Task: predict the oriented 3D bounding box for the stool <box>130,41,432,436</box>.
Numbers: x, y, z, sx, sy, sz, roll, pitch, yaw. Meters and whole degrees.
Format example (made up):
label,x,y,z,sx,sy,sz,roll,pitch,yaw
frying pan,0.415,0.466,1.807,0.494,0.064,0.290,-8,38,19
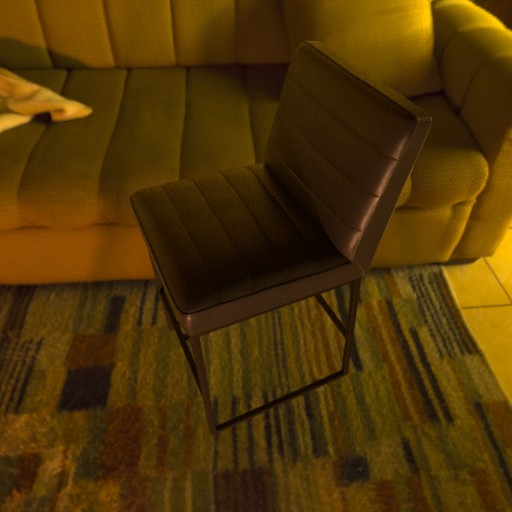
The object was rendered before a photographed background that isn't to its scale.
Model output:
label,x,y,z,sx,sy,sz,roll,pitch,yaw
stool,0.000,0.000,1.220,0.552,0.938,0.457,-18,48,-17
